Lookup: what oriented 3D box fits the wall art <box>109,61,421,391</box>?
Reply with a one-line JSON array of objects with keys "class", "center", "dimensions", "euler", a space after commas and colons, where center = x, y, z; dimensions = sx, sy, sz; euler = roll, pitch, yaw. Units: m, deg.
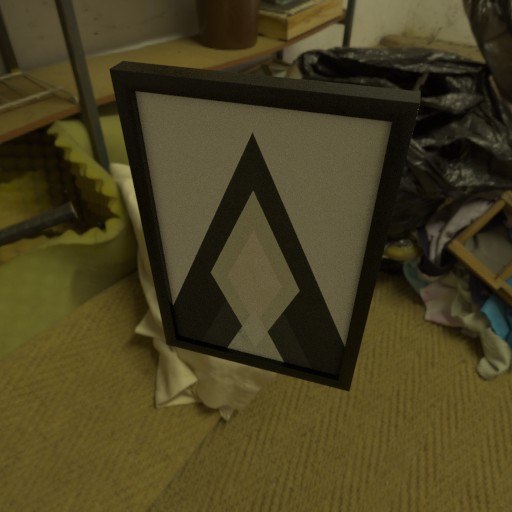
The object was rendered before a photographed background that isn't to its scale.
[{"class": "wall art", "center": [0.000, 0.000, 0.587], "dimensions": [0.313, 0.457, 0.031], "euler": [11, 42, 13]}]
